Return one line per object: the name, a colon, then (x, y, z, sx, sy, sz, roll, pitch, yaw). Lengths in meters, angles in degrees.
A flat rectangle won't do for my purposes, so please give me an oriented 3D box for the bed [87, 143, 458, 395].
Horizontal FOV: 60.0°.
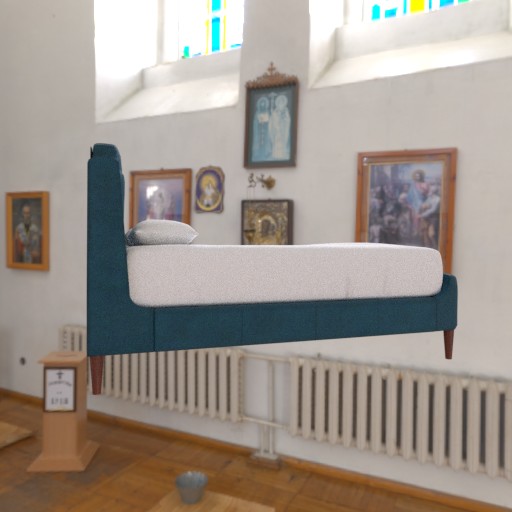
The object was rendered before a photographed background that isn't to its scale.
bed: (0.000, 0.000, 3.306, 2.322, 1.351, 1.676, 0, 0, -19)
